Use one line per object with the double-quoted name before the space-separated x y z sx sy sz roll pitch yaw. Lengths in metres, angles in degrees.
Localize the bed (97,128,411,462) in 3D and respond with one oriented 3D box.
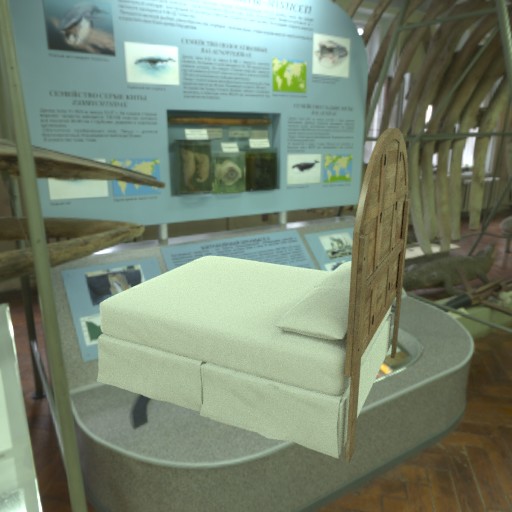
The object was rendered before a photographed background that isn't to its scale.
"bed" 0.000 0.000 3.622 2.112 2.002 1.713 8 17 26
